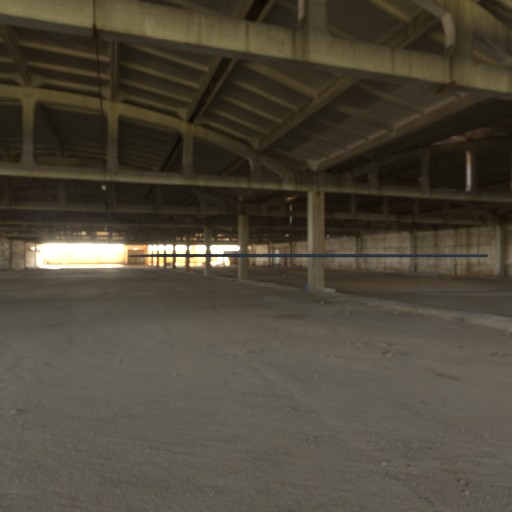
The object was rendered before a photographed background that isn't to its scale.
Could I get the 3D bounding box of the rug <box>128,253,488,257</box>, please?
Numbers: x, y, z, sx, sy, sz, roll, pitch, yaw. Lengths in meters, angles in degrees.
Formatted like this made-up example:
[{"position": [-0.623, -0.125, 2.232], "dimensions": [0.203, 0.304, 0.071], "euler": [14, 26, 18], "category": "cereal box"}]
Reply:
[{"position": [0.000, 0.000, 2.908], "dimensions": [1.526, 0.014, 2.290], "euler": [0, 0, -19], "category": "rug"}]
